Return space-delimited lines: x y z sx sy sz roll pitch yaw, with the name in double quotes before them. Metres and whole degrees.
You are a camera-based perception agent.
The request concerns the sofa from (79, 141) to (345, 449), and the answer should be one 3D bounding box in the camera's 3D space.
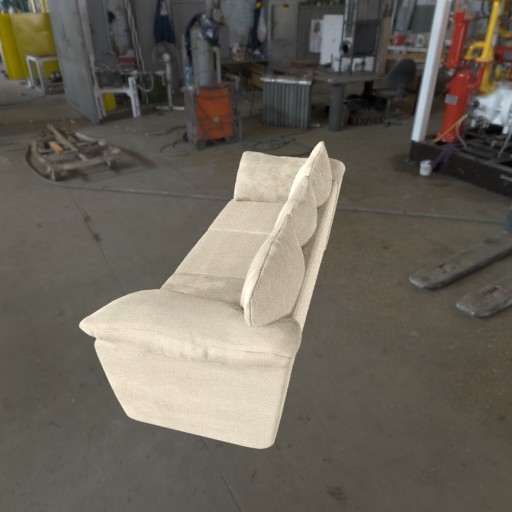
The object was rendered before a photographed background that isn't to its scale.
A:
"sofa" 0.000 0.000 2.800 0.893 0.981 2.377 8 31 13
